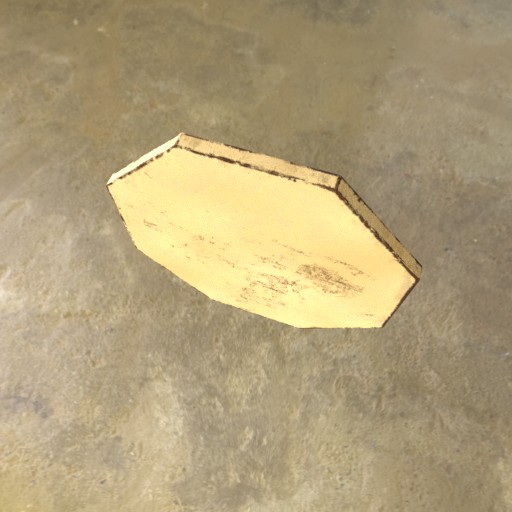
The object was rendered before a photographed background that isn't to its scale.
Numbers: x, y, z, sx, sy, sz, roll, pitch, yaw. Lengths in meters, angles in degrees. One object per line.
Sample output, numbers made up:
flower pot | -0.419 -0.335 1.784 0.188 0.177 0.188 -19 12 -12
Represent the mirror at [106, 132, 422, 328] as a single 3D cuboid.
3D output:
mirror | 0.000 0.000 0.987 0.648 0.648 0.031 17 63 9
